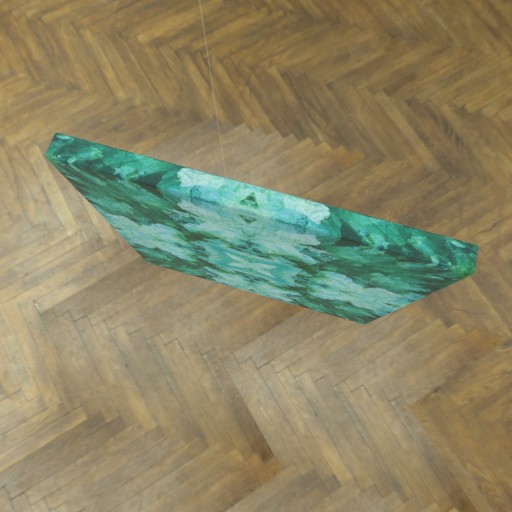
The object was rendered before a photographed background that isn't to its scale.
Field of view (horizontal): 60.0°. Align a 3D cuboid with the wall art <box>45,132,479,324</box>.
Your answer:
[{"bbox_3d":[0.000,0.000,0.748,0.507,0.508,0.038,16,76,4],"label":"wall art"}]
